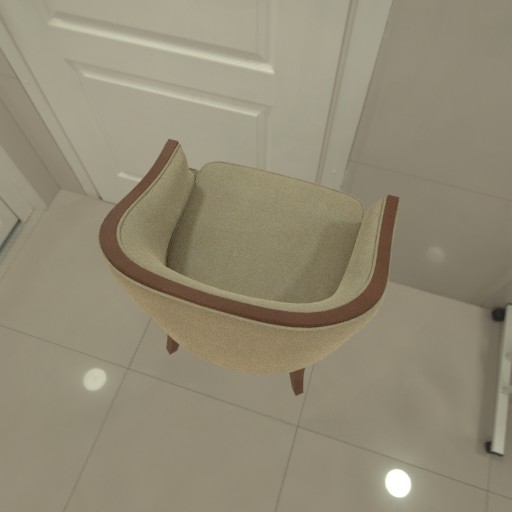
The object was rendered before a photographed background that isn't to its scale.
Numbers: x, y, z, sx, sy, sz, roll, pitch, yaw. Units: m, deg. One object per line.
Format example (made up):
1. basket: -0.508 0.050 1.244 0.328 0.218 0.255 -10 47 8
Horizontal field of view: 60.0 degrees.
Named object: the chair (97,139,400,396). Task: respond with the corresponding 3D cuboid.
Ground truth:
1. chair: 0.000 0.000 1.464 0.803 0.876 0.735 16 64 8
